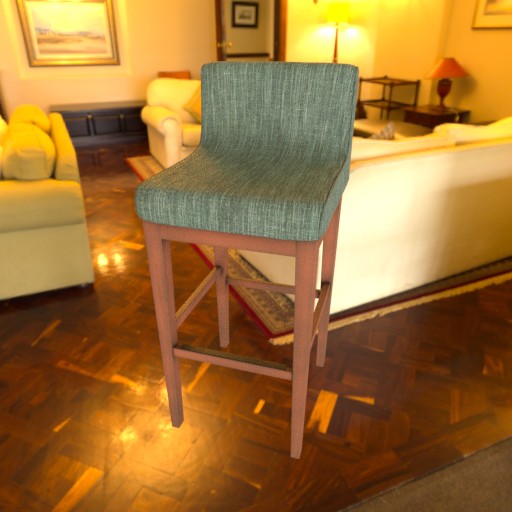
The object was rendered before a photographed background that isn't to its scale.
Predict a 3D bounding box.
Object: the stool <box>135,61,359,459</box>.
[{"bbox_3d":[0.000,0.000,1.222,0.426,0.965,0.499,8,28,15],"label":"stool"}]
